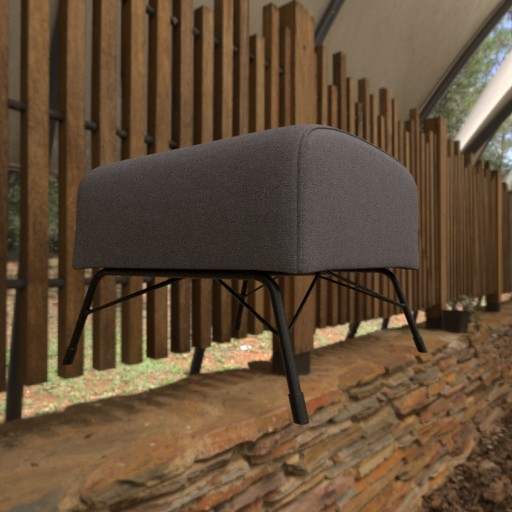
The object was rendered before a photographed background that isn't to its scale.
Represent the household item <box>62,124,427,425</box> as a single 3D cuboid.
[{"bbox_3d":[0.000,0.000,0.896,0.530,0.410,0.530,0,-1,36],"label":"household item"}]
